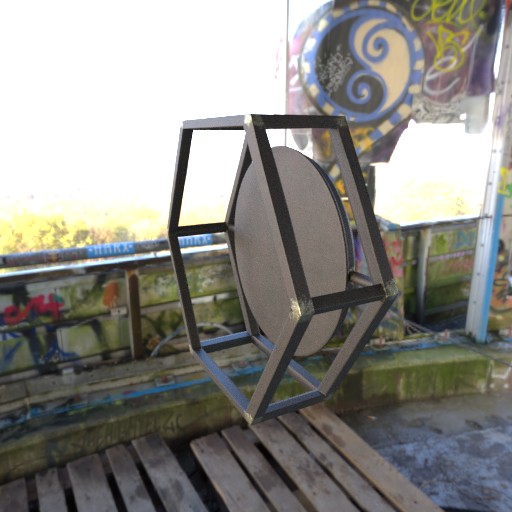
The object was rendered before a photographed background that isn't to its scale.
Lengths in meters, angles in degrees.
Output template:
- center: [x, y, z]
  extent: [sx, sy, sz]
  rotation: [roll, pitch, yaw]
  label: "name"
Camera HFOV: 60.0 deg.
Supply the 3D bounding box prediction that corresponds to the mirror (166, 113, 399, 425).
- center: [0.000, 0.000, 0.563]
  extent: [0.119, 0.334, 0.380]
  rotation: [-8, 17, -27]
  label: "mirror"
